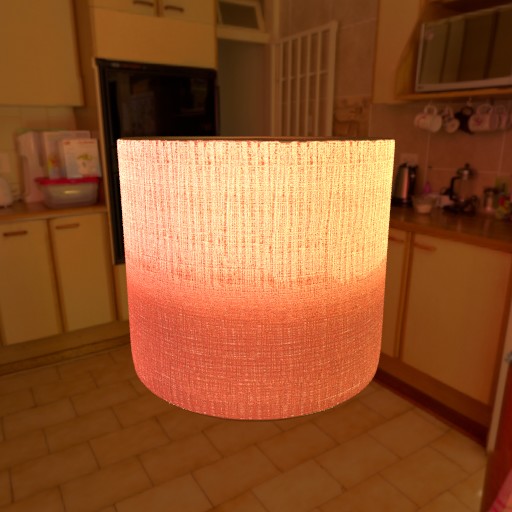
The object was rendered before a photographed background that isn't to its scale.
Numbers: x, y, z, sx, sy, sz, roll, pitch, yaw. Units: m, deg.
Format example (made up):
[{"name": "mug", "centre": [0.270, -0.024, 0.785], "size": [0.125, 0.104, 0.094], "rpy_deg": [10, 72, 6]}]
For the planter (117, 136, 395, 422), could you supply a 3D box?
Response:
[{"name": "planter", "centre": [0.000, 0.000, 0.387], "size": [0.221, 0.201, 0.221], "rpy_deg": [0, 16, 0]}]
